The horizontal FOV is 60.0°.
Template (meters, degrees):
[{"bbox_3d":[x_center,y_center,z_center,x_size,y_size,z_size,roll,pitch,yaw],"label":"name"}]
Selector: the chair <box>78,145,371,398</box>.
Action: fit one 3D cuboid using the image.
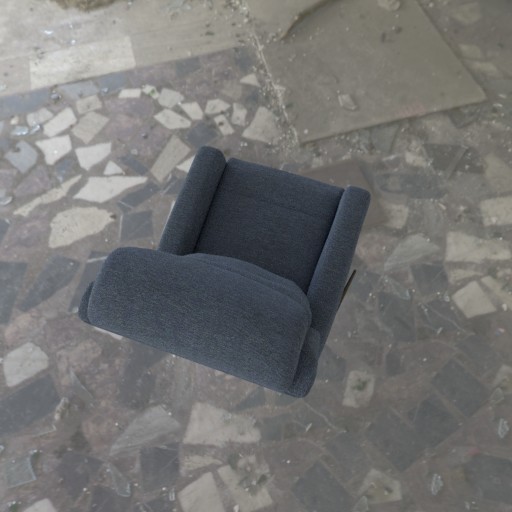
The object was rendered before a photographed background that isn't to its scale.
[{"bbox_3d":[0.000,0.000,1.705,0.798,1.013,1.043,17,64,9],"label":"chair"}]
